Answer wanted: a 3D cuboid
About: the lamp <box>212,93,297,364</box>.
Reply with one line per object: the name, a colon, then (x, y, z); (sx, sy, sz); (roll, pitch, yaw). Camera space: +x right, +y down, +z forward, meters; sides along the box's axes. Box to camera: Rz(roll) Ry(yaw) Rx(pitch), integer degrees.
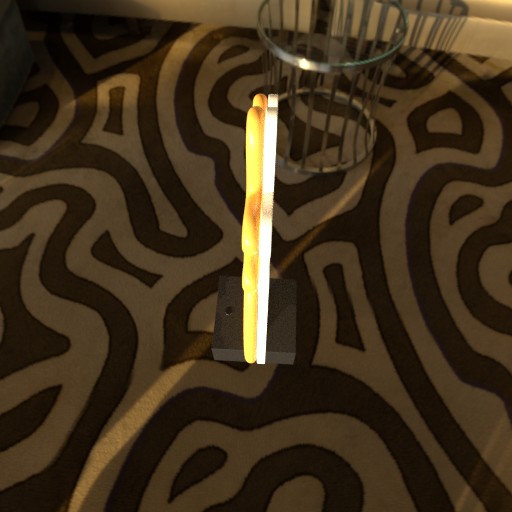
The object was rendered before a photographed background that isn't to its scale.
lamp: (0.000, 0.000, 0.383); (0.088, 0.317, 0.167); (3, 59, 2)
